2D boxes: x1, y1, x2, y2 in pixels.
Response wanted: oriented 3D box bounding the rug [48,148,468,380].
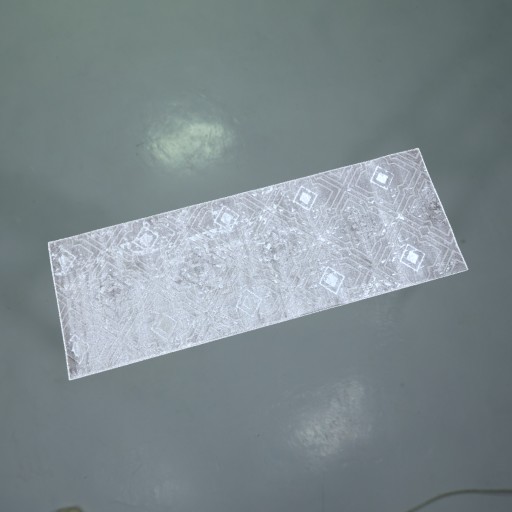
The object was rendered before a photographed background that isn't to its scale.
[{"bbox_3d":[0.000,0.000,2.652,2.381,0.035,0.832,-15,76,-4],"label":"rug"}]
